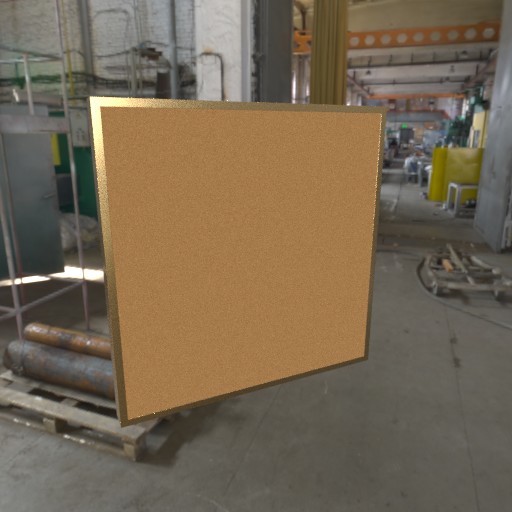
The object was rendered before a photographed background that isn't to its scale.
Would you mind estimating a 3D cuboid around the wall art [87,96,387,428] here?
[{"bbox_3d":[0.000,0.000,0.779,0.509,0.509,0.040,-7,17,-25],"label":"wall art"}]
